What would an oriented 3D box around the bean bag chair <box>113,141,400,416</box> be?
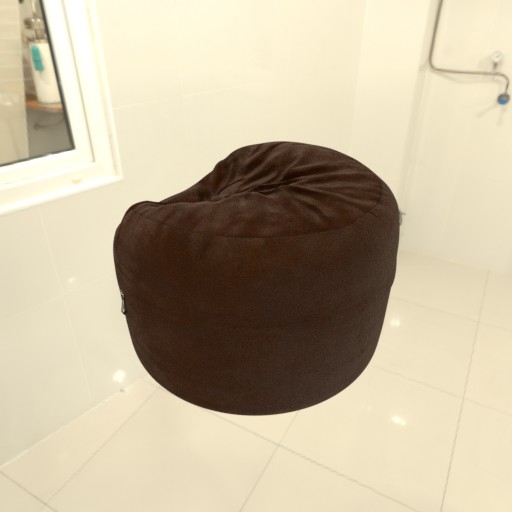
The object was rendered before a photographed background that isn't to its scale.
[{"bbox_3d":[0.000,0.000,1.512,0.918,0.616,0.918,0,31,0],"label":"bean bag chair"}]
